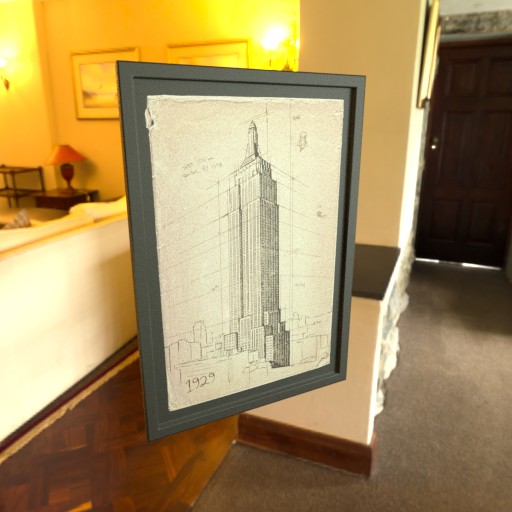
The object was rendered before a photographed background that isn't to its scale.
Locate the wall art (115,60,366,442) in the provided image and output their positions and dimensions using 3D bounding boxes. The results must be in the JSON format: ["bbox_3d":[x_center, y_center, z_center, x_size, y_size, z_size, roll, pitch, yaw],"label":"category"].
[{"bbox_3d":[0.000,0.000,0.553,0.303,0.431,0.013,-8,18,-26],"label":"wall art"}]
